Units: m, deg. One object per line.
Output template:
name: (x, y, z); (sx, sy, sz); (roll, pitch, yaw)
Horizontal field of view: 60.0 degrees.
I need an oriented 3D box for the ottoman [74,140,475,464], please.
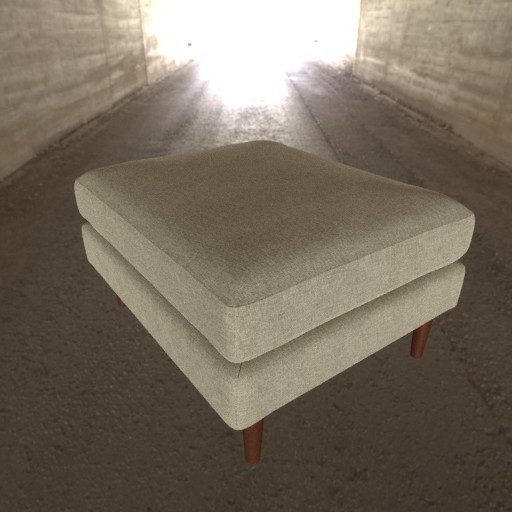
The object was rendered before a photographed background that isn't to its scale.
ottoman: (0.000, 0.000, 1.203); (0.693, 0.474, 0.821); (-19, 33, -32)
